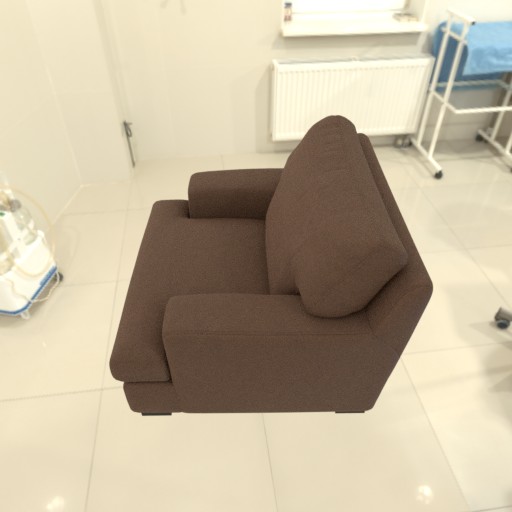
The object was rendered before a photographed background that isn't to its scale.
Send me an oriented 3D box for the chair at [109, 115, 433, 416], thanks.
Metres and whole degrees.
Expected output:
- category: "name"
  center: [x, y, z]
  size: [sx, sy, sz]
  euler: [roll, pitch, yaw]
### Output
- category: "chair"
  center: [0.000, 0.000, 2.028]
  size: [1.143, 0.940, 1.168]
  euler: [-1, 42, -1]
